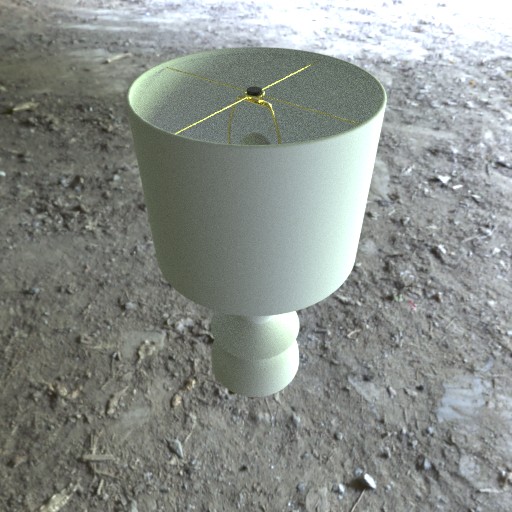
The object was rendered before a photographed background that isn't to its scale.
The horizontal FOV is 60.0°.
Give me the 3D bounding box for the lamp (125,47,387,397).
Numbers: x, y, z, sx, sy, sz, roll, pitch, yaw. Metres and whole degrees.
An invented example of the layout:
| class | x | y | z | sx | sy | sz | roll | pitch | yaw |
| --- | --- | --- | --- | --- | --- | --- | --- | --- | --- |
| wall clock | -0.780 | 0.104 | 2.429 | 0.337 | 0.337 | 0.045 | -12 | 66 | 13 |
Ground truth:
| class | x | y | z | sx | sy | sz | roll | pitch | yaw |
| --- | --- | --- | --- | --- | --- | --- | --- | --- | --- |
| lamp | 0.000 | 0.000 | 0.698 | 0.301 | 0.533 | 0.301 | 27 | 48 | 27 |
